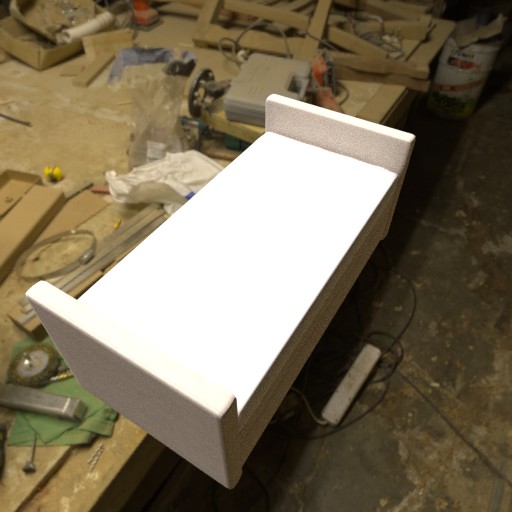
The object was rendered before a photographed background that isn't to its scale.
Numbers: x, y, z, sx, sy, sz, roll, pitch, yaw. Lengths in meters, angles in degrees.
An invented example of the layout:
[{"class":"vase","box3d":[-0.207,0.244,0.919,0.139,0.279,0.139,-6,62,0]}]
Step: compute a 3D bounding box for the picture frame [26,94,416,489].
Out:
[{"class":"picture frame","box3d":[0.000,0.000,2.692,1.069,0.891,2.161,24,51,21]}]
